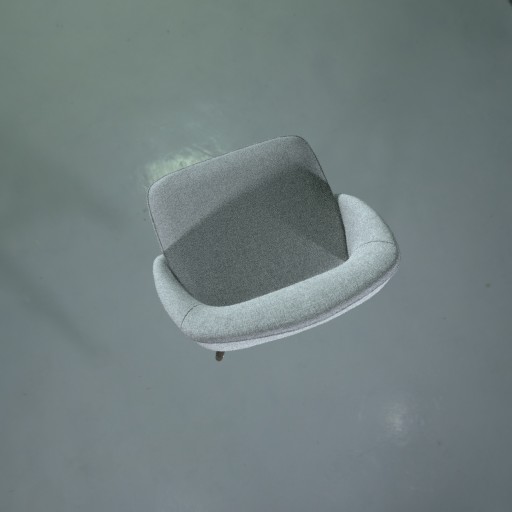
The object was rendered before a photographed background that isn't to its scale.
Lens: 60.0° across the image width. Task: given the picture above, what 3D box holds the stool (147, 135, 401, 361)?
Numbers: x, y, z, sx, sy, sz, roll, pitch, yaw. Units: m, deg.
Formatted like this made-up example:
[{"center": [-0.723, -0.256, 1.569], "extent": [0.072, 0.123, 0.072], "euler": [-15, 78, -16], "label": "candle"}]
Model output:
[{"center": [0.000, 0.000, 1.208], "extent": [0.494, 0.940, 0.509], "euler": [-20, 76, -5], "label": "stool"}]
